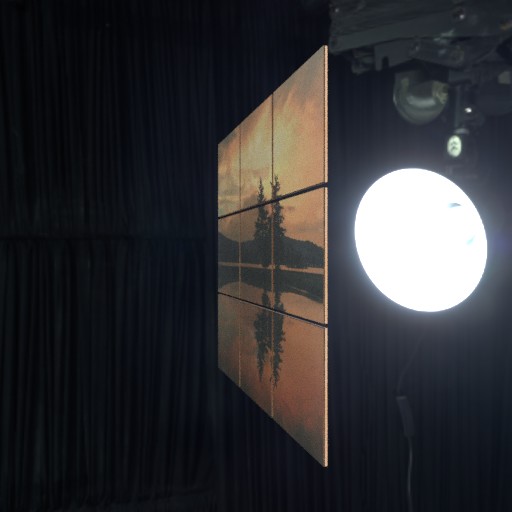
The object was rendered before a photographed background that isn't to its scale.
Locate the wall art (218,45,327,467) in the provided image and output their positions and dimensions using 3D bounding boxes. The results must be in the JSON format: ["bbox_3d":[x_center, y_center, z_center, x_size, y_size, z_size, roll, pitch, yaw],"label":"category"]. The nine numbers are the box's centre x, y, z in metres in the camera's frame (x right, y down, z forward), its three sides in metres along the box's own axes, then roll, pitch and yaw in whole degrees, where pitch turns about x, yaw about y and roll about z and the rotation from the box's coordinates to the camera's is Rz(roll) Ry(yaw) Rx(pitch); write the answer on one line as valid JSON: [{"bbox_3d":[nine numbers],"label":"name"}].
[{"bbox_3d":[0.000,0.000,1.856,0.013,1.218,1.216,0,0,-19],"label":"wall art"}]
